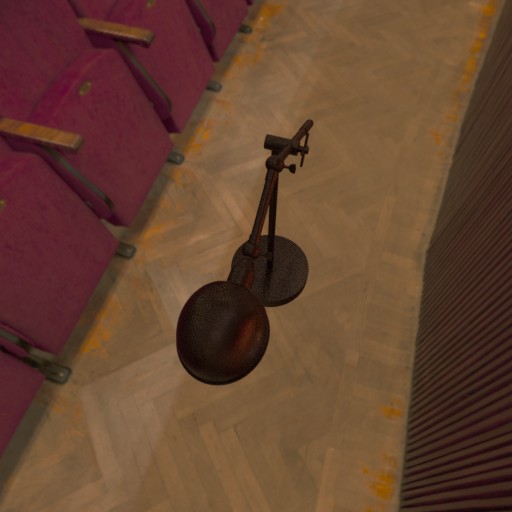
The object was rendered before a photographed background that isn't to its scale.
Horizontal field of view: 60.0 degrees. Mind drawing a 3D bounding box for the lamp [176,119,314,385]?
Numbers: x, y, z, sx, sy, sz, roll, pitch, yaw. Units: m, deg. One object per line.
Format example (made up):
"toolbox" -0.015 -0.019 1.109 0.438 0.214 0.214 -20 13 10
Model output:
"lamp" 0.000 0.000 0.817 0.185 0.495 0.567 15 60 9
